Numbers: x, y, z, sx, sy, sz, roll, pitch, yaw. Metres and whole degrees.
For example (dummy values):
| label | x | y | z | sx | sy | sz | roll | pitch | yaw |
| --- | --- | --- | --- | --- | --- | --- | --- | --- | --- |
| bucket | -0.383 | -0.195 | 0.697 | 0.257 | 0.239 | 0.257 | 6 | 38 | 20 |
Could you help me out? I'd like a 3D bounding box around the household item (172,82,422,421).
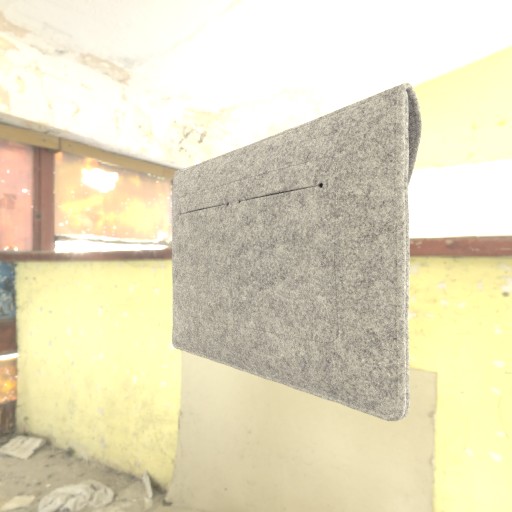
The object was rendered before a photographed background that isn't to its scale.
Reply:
| label | x | y | z | sx | sy | sz | roll | pitch | yaw |
| --- | --- | --- | --- | --- | --- | --- | --- | --- | --- |
| household item | 0.000 | 0.000 | 0.421 | 0.057 | 0.221 | 0.335 | 1 | -2 | -36 |
